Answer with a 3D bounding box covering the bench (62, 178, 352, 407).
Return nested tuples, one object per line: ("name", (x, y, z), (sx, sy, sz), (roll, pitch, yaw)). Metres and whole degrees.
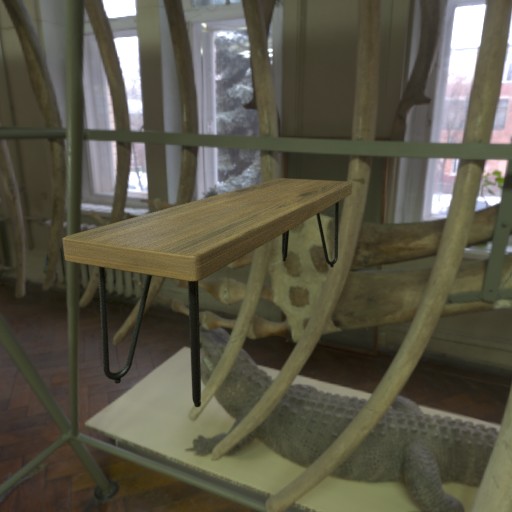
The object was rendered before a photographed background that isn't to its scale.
("bench", (0.000, 0.000, 1.829), (0.425, 0.462, 1.570), (7, 18, 24))
